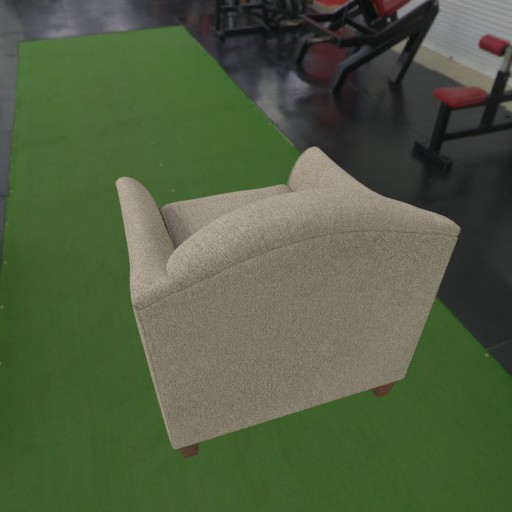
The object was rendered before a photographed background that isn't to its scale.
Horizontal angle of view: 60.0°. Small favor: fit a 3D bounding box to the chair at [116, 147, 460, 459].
[{"bbox_3d":[0.000,0.000,1.404,0.763,0.839,0.787,-12,42,-14],"label":"chair"}]
